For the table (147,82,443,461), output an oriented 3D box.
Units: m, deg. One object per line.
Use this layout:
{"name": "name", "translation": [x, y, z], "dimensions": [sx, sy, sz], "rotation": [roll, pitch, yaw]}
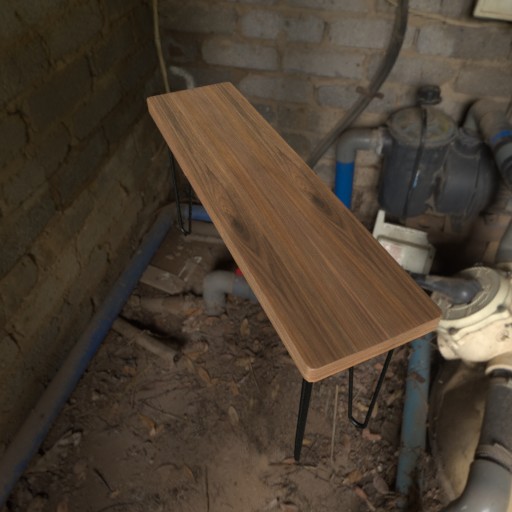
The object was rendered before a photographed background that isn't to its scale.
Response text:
{"name": "table", "translation": [0.000, 0.000, 1.933], "dimensions": [0.425, 0.834, 1.570], "rotation": [-18, 48, -17]}
